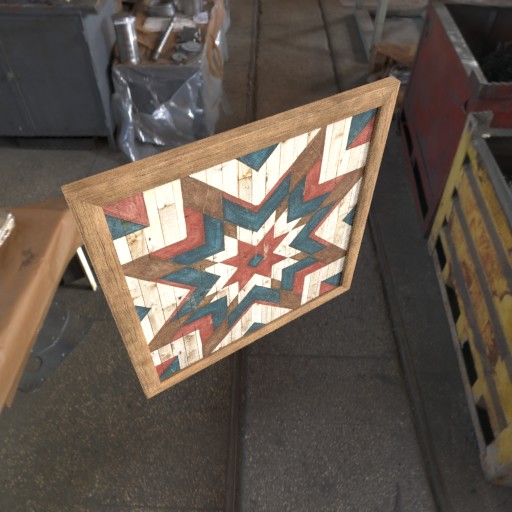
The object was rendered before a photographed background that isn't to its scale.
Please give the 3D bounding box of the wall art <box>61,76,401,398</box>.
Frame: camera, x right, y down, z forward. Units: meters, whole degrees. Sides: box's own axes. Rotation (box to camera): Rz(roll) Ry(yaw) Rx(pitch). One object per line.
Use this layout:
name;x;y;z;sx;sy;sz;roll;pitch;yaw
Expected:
wall art;0.000;0.000;1.055;0.695;0.691;0.029;-25;52;-21
